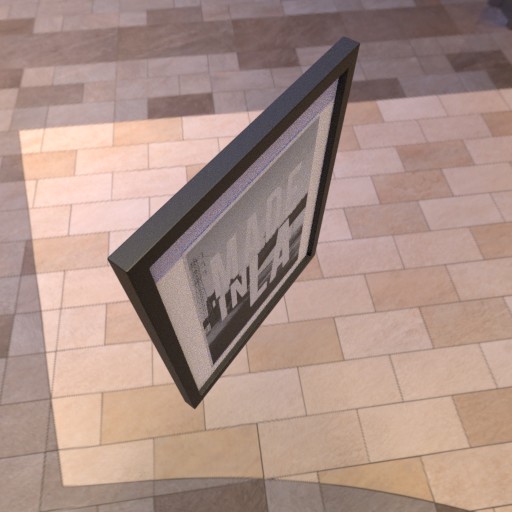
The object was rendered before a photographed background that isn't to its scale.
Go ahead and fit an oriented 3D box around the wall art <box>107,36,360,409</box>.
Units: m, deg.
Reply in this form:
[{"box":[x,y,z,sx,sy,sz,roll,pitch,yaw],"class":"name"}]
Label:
[{"box":[0.000,0.000,0.762,0.028,0.559,0.457,32,63,18],"class":"wall art"}]
